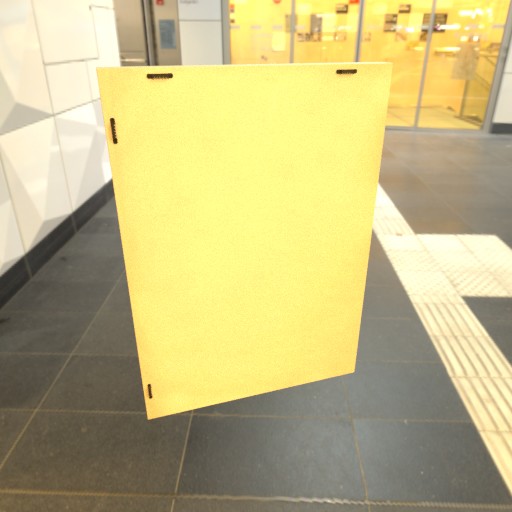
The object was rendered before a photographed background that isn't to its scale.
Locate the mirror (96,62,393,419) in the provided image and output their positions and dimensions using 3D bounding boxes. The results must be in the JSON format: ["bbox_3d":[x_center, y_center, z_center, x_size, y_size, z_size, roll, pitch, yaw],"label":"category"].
[{"bbox_3d":[0.000,0.000,0.896,0.507,0.710,0.040,-8,27,-16],"label":"mirror"}]
